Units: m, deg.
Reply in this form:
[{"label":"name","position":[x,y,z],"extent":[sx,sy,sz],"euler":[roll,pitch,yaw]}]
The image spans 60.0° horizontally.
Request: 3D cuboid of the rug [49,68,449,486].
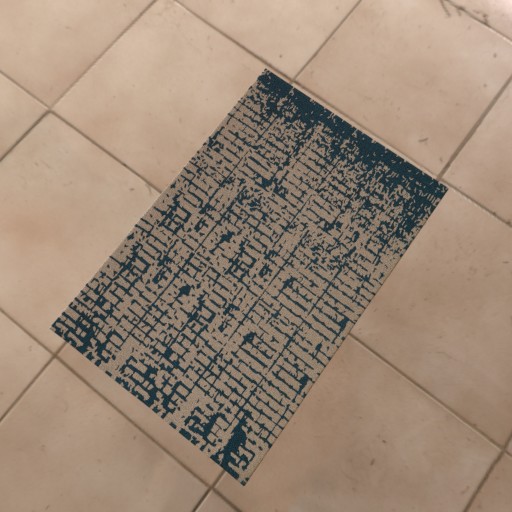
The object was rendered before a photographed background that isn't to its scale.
[{"label":"rug","position":[0.000,0.000,2.295],"extent":[1.220,0.007,1.828],"euler":[36,80,7]}]
